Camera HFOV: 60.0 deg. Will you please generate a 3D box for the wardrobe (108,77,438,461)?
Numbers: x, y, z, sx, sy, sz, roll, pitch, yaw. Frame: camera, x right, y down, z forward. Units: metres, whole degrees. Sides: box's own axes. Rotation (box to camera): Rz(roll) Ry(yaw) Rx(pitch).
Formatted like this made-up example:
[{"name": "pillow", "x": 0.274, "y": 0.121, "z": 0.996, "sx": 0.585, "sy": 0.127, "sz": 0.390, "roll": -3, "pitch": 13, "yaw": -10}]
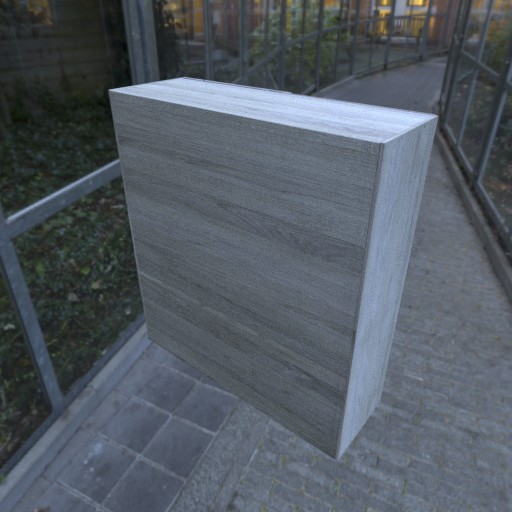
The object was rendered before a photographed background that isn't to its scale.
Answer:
[{"name": "wardrobe", "x": 0.000, "y": 0.000, "z": 2.892, "sx": 1.780, "sy": 1.960, "sz": 0.629, "roll": 22, "pitch": 37, "yaw": 33}]
